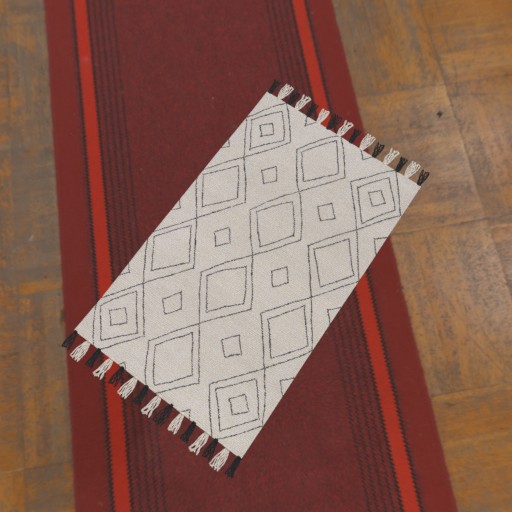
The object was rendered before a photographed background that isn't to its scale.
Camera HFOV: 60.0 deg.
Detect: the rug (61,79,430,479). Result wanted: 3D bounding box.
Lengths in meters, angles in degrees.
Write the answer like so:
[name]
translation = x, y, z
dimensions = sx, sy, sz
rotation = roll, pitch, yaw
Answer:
[rug]
translation = 0.000, 0.000, 3.358
dimensions = 1.524, 0.021, 2.755
rotation = 34, 78, 8
